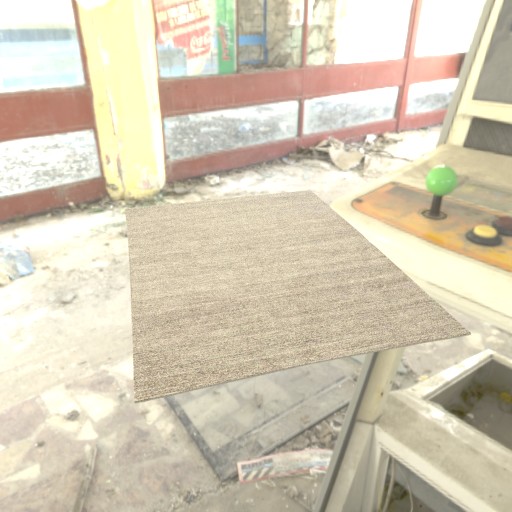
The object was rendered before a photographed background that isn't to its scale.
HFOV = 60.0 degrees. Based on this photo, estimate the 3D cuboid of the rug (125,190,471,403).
[{"bbox_3d":[0.000,0.000,4.332,2.434,0.045,3.202,-8,29,-14],"label":"rug"}]
